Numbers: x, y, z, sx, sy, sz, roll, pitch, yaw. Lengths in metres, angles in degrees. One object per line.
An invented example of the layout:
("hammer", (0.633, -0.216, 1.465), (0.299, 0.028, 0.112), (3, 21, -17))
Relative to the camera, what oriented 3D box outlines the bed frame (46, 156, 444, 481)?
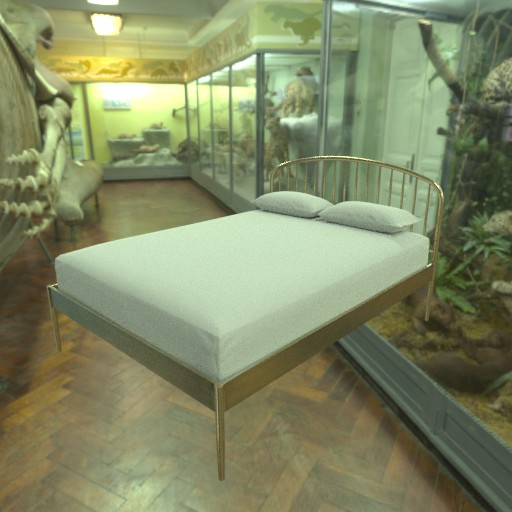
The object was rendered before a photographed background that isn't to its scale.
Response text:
("bed frame", (0.000, 0.000, 2.974), (1.612, 1.175, 2.152), (16, 23, 41))
